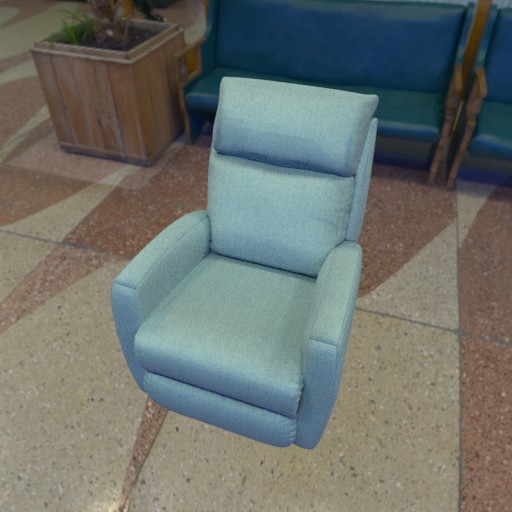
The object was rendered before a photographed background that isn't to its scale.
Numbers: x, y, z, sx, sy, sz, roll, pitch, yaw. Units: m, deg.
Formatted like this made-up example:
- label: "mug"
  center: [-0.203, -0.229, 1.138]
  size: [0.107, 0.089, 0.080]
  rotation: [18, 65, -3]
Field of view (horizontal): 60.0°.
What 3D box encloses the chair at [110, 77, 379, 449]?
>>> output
- label: "chair"
  center: [0.000, 0.000, 1.658]
  size: [0.812, 1.013, 0.940]
  rotation: [13, 44, 14]
